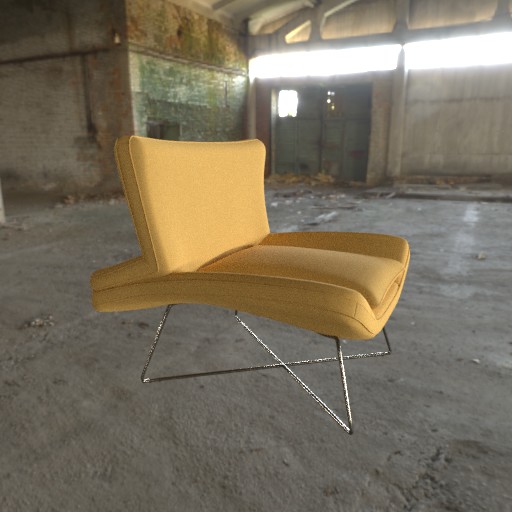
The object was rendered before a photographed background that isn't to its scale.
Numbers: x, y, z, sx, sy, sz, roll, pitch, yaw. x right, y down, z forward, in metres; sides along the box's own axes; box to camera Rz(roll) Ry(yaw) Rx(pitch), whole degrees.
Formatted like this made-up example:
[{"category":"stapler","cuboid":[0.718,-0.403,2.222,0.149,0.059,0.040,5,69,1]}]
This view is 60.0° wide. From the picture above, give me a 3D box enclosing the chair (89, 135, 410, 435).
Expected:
[{"category":"chair","cuboid":[0.000,0.000,1.652,1.008,0.855,0.859,7,16,26]}]
